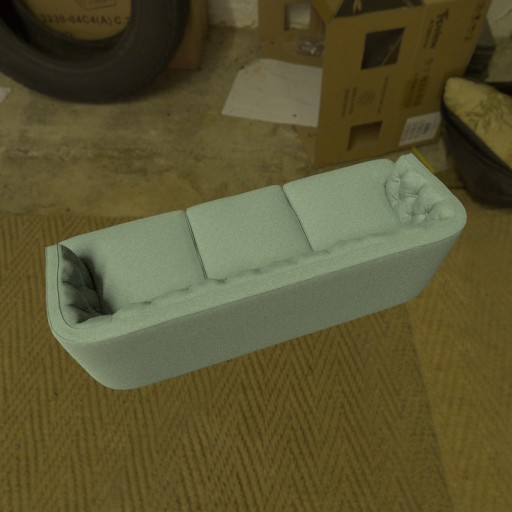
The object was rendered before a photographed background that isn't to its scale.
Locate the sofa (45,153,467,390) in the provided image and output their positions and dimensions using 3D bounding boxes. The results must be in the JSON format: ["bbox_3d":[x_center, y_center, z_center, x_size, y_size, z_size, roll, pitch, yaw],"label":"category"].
[{"bbox_3d":[0.000,0.000,2.679,2.278,0.855,0.941,-16,58,-10],"label":"sofa"}]
